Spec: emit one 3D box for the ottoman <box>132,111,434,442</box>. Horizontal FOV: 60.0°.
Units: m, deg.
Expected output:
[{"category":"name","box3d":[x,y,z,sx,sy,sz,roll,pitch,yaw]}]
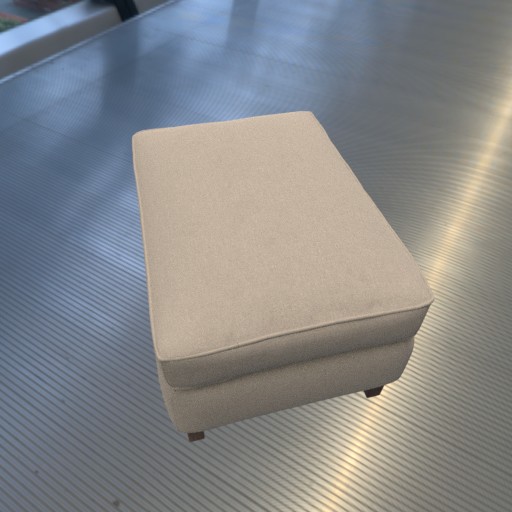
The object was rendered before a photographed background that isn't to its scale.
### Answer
[{"category":"ottoman","box3d":[0.000,0.000,1.011,0.501,0.456,0.665,-10,47,-10]}]
